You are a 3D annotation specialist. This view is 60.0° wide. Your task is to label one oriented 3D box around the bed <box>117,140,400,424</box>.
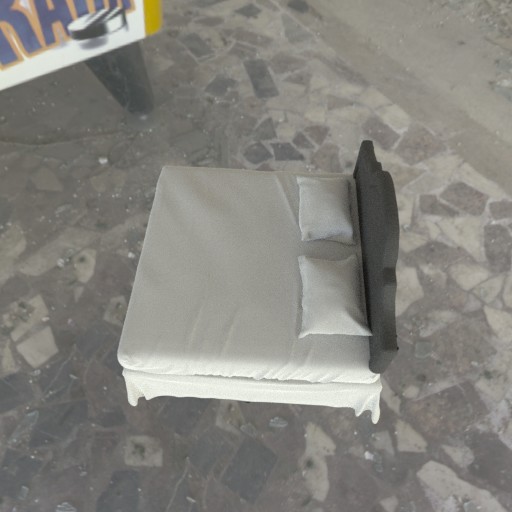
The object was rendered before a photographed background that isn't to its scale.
[{"bbox_3d":[0.000,0.000,3.749,2.222,1.631,2.303,3,57,2],"label":"bed"}]
